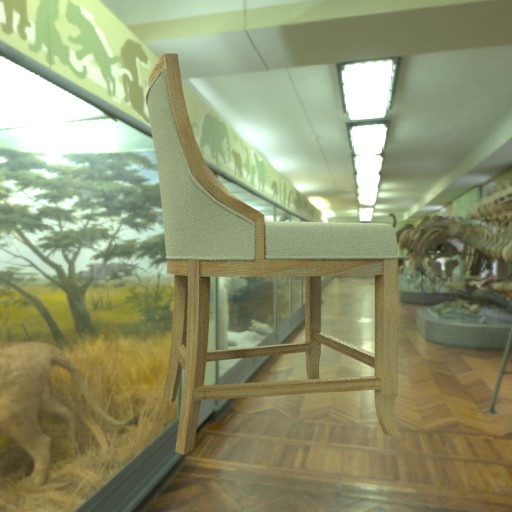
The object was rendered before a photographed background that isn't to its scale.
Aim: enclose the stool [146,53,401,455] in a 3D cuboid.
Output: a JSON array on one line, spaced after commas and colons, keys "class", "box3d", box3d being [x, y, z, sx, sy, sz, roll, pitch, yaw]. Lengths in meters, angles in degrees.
[{"class": "stool", "box3d": [0.000, 0.000, 1.303, 0.626, 0.938, 0.524, 0, 1, -17]}]
